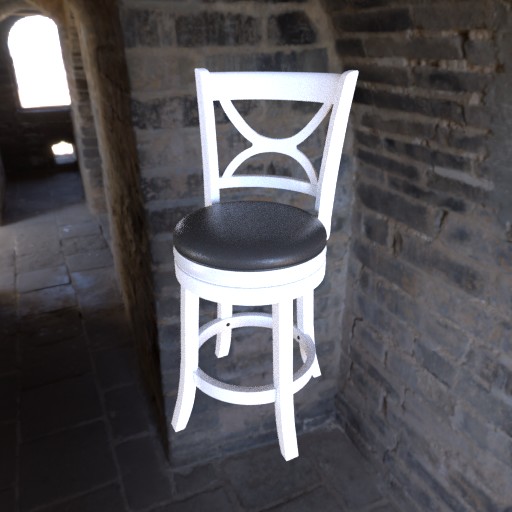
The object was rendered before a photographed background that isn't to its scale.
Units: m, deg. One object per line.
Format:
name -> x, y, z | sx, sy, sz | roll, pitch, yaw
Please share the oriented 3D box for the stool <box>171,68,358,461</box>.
stool -> 0.000, 0.000, 1.240 | 0.444, 0.953, 0.508 | 8, 26, 16
